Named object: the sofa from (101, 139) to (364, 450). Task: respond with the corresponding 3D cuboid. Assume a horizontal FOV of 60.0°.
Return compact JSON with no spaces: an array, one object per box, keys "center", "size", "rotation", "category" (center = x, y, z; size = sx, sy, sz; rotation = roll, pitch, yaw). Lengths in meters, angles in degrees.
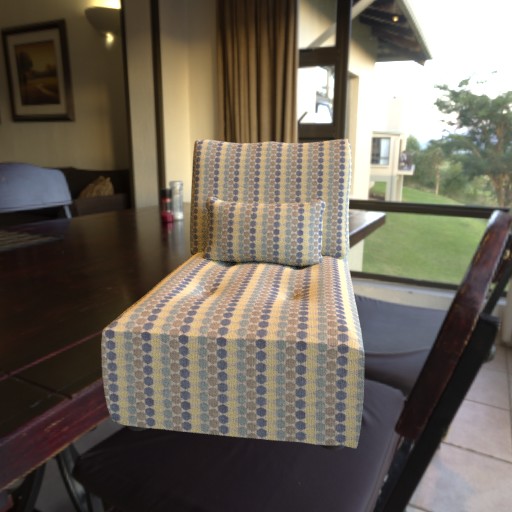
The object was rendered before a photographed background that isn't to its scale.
[{"center":[0.000,0.000,1.586],"size":[0.700,0.820,1.000],"rotation":[2,14,8],"category":"sofa"}]
